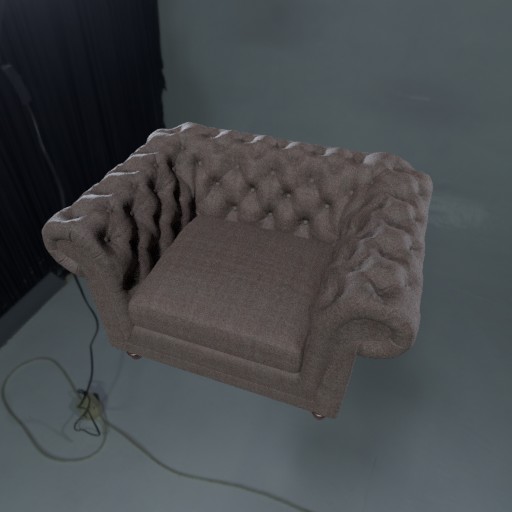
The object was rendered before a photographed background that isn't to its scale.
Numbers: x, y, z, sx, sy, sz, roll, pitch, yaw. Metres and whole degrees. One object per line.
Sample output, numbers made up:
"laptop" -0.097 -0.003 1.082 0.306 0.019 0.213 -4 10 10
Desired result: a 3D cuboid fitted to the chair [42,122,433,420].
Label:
"chair" 0.000 0.000 1.898 1.298 0.780 0.945 14 43 15
